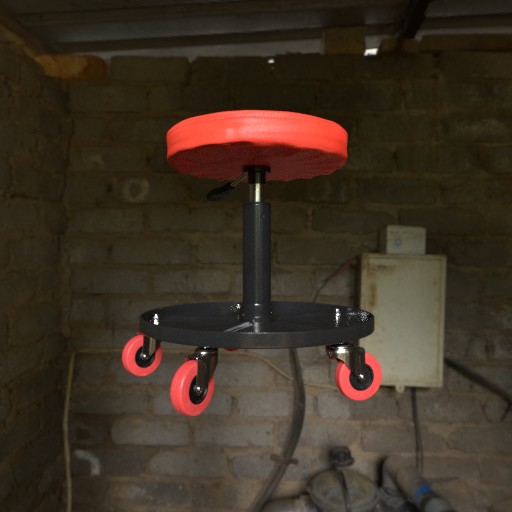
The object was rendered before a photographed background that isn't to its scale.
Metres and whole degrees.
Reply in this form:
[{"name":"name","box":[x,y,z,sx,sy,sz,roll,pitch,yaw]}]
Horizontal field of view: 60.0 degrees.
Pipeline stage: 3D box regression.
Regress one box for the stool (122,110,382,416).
[{"name":"stool","box":[0.000,0.000,0.685,0.381,0.365,0.382,0,0,-36]}]
